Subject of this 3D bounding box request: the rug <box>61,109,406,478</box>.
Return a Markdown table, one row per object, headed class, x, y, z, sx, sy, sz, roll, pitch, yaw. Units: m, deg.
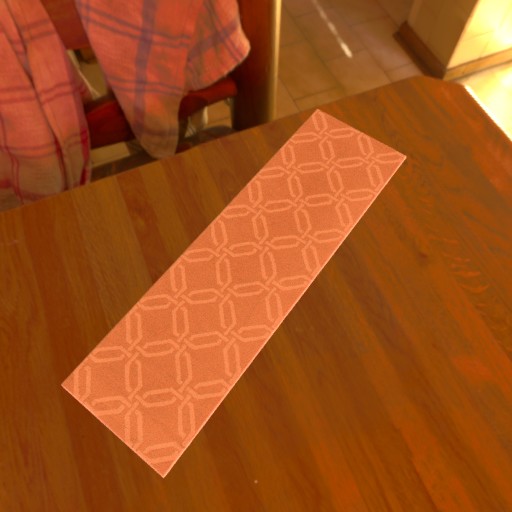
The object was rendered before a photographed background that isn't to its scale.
| class | x | y | z | sx | sy | sz | roll | pitch | yaw |
| --- | --- | --- | --- | --- | --- | --- | --- | --- | --- |
| rug | 0.000 | 0.000 | 2.485 | 0.678 | 0.014 | 2.276 | 34 | 68 | 16 |
